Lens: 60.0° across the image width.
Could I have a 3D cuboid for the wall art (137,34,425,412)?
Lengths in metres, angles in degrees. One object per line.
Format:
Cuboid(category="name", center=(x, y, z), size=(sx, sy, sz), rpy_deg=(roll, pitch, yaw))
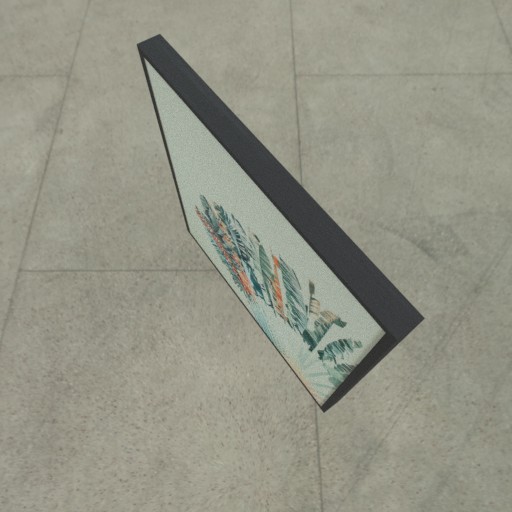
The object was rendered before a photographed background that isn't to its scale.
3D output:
Cuboid(category="wall art", center=(0.000, 0.000, 0.743), size=(0.037, 0.507, 0.509), rpy_deg=(-33, 68, -15))
